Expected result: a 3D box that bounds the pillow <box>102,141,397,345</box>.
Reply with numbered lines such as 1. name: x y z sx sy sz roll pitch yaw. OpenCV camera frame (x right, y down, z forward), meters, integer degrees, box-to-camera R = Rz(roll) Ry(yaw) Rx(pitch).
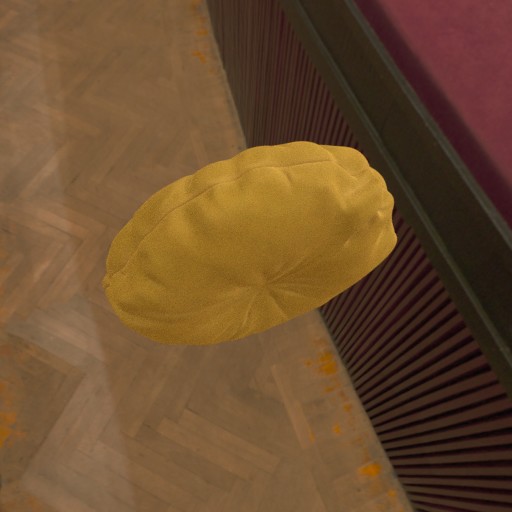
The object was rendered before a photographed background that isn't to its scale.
1. pillow: 0.000 0.000 0.644 0.428 0.407 0.148 -18 66 -8
